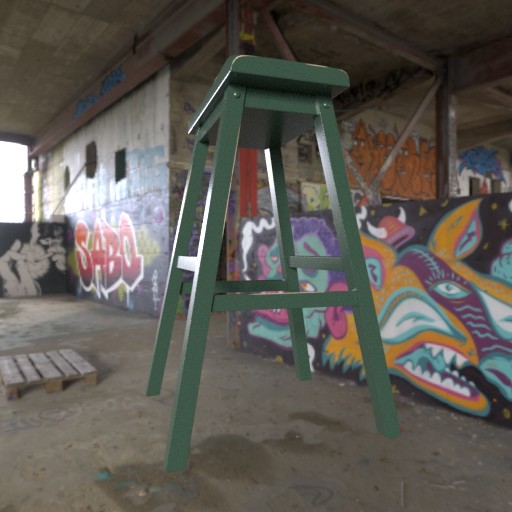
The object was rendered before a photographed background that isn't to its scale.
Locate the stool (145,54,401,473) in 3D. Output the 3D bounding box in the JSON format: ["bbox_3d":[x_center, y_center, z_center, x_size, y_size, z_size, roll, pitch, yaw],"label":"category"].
[{"bbox_3d":[0.000,0.000,1.045,0.476,0.737,0.457,0,1,-18],"label":"stool"}]
